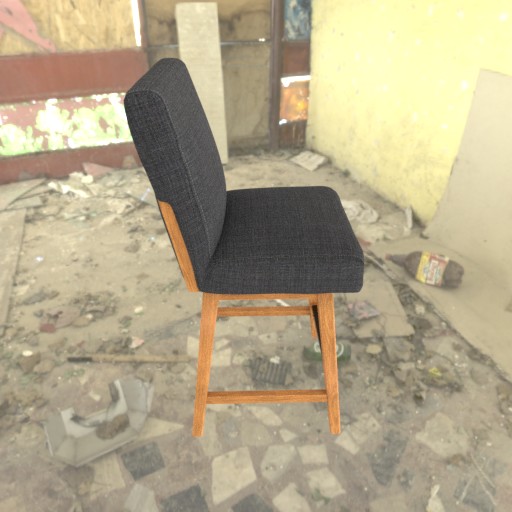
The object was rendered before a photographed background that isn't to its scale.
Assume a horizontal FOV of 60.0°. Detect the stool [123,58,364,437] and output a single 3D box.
[{"bbox_3d":[0.000,0.000,1.281,0.526,1.010,0.459,-1,32,-1],"label":"stool"}]
